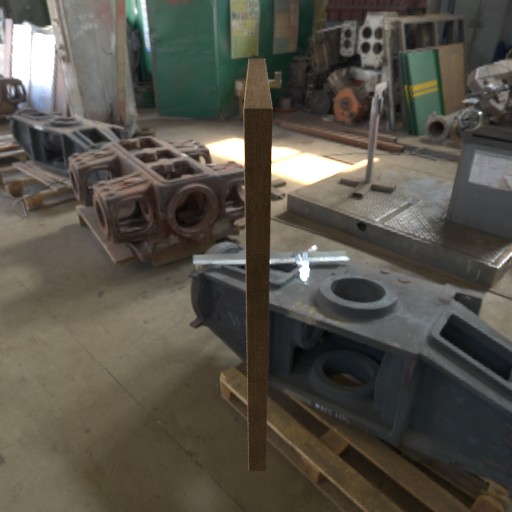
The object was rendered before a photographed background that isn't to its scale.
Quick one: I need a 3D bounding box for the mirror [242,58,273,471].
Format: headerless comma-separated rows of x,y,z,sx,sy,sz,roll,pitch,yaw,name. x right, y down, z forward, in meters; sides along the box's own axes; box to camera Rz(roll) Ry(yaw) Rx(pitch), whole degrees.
0.000,0.000,0.935,0.040,0.710,0.507,0,30,0,mirror
